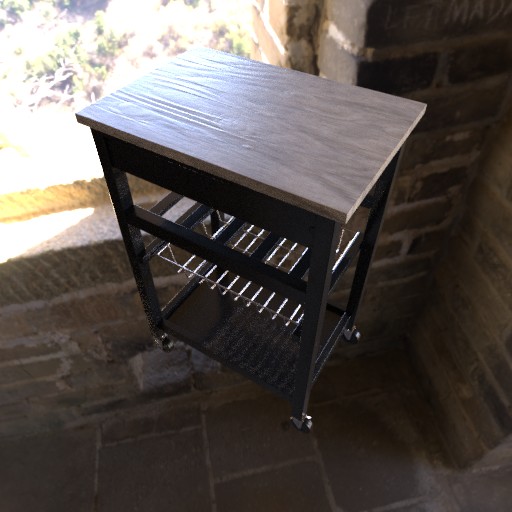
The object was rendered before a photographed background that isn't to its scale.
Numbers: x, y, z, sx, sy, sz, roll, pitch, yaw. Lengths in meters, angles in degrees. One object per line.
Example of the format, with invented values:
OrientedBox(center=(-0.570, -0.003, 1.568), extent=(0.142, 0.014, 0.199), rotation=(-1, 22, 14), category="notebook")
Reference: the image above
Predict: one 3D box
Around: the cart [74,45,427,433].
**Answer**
OrientedBox(center=(0.000, 0.000, 1.178), extent=(0.584, 0.839, 0.403), rotation=(24, 51, 21), category="cart")
